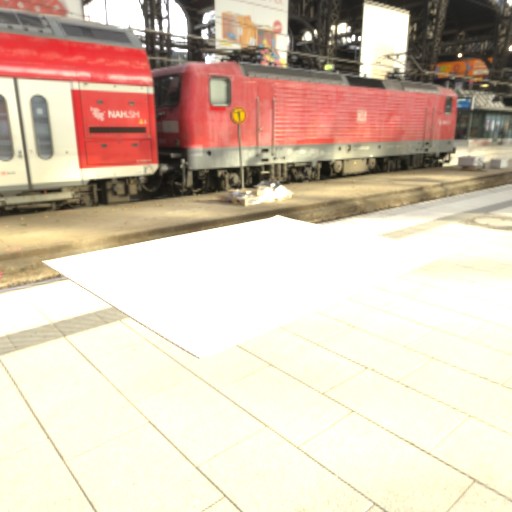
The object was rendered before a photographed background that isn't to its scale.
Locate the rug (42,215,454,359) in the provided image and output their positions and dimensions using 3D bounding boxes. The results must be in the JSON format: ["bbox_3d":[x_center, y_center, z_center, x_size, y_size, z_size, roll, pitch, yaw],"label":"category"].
[{"bbox_3d":[0.000,0.000,3.928,2.897,0.035,2.277,-15,22,-41],"label":"rug"}]
